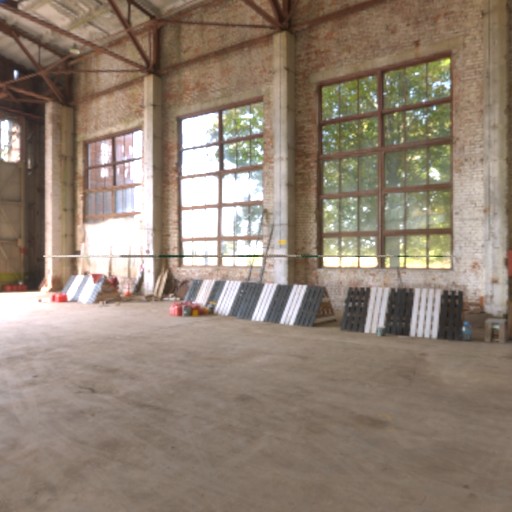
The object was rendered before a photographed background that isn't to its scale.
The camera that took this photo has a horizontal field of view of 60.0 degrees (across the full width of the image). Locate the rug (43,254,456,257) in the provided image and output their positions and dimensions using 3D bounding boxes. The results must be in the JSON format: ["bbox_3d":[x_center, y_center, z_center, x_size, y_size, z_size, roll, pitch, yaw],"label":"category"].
[{"bbox_3d":[0.000,0.000,3.076,2.436,0.015,1.521,0,0,-36],"label":"rug"}]
